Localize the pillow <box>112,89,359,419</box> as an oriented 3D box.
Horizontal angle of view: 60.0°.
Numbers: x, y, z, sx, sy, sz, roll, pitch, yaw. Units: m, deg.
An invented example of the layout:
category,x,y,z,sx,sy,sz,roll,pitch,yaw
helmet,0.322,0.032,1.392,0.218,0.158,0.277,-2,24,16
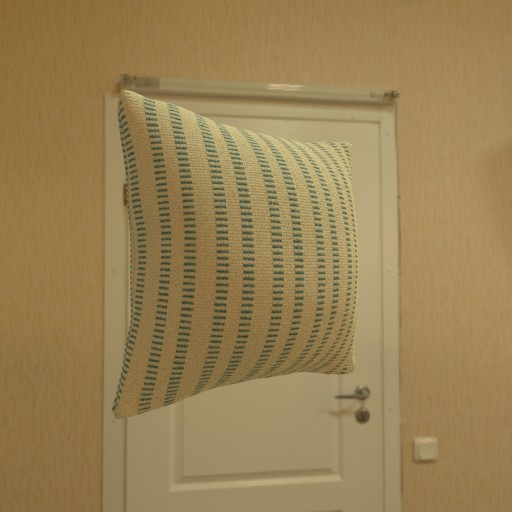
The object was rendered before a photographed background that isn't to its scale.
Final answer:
category,x,y,z,sx,sy,sz,roll,pitch,yaw
pillow,0.000,0.000,0.685,0.438,0.419,0.247,1,-2,-36
